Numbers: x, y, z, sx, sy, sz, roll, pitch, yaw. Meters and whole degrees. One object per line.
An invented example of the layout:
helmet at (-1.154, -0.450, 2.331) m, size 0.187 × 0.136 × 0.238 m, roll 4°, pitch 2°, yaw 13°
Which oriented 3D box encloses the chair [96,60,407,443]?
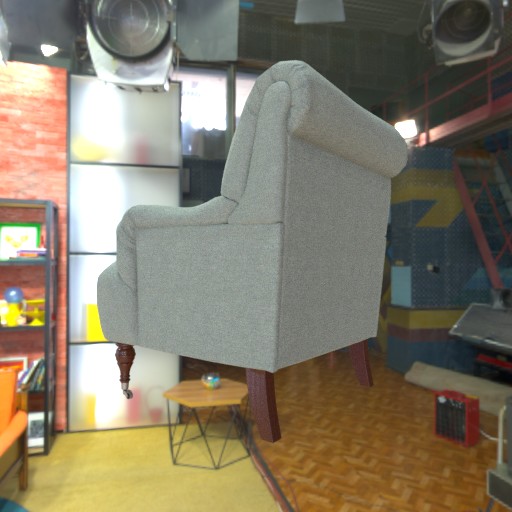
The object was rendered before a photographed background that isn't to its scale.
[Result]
chair at (0.000, 0.000, 1.926) m, size 1.060 × 1.178 × 0.964 m, roll -1°, pitch -1°, yaw 36°
